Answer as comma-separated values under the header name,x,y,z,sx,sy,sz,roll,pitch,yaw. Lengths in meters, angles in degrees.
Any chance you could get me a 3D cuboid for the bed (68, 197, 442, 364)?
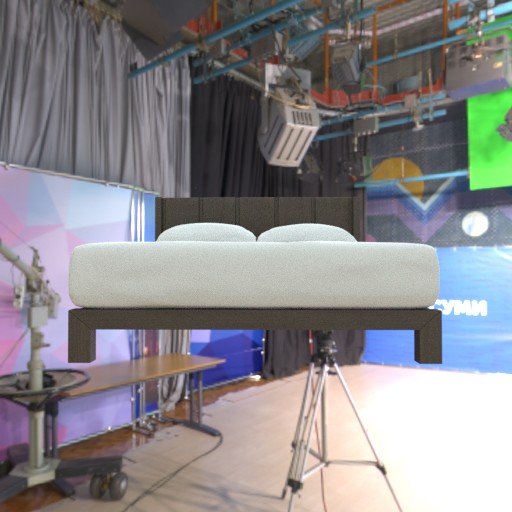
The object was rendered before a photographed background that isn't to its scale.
name,x,y,z,sx,sy,sz,roll,pitch,yaw
bed,0.000,0.000,3.624,2.143,1.261,2.238,0,-1,1
